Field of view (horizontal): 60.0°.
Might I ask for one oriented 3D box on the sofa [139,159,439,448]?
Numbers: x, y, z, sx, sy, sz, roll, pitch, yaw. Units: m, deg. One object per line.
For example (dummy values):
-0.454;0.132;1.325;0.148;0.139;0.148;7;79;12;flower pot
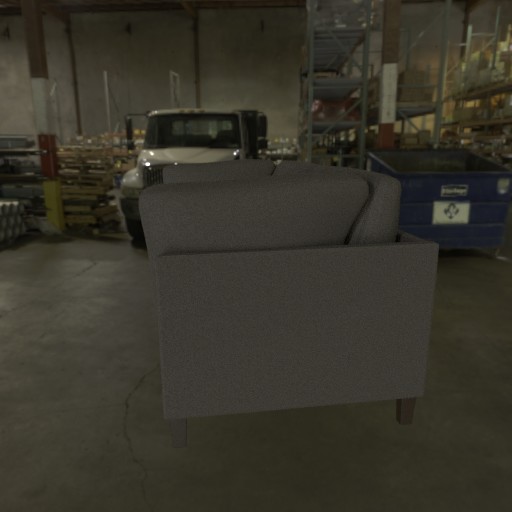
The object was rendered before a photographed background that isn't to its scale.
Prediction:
0.000;0.000;2.261;0.969;0.920;1.751;-2;14;-9;sofa
